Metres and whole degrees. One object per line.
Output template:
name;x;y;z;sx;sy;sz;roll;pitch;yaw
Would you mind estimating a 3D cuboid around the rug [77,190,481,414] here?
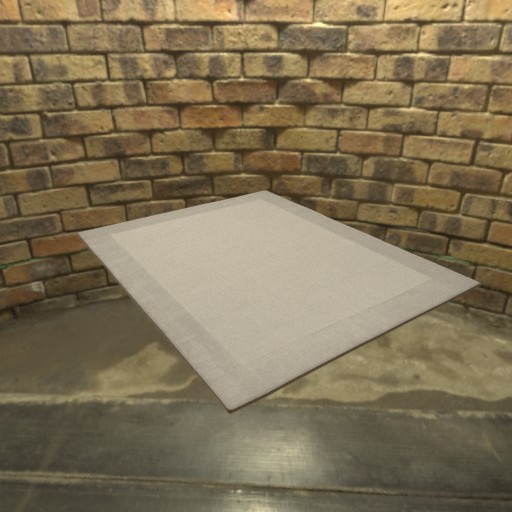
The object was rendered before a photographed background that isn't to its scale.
rug;0.000;0.000;4.088;2.430;0.018;2.976;-18;31;-31
